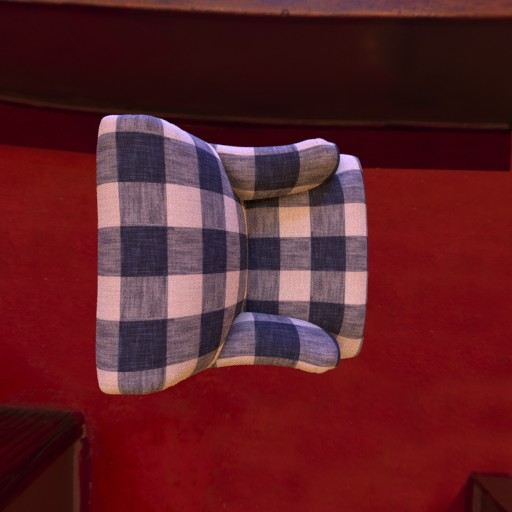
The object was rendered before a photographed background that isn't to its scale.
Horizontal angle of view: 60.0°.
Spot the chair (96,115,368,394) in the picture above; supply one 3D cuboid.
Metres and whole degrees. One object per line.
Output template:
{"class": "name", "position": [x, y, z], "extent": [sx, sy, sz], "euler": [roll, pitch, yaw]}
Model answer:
{"class": "chair", "position": [0.000, 0.000, 1.593], "extent": [0.848, 0.953, 0.781], "euler": [0, 89, 1]}
